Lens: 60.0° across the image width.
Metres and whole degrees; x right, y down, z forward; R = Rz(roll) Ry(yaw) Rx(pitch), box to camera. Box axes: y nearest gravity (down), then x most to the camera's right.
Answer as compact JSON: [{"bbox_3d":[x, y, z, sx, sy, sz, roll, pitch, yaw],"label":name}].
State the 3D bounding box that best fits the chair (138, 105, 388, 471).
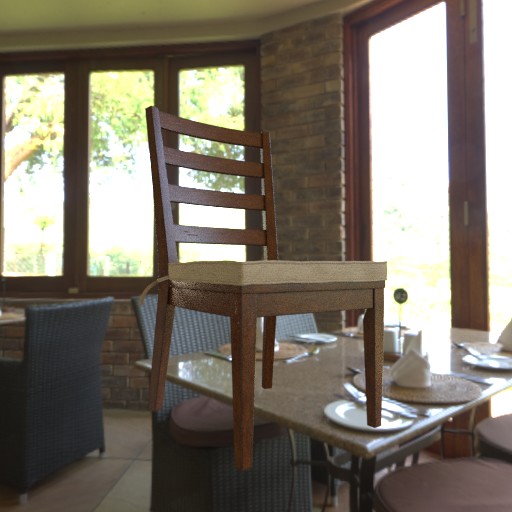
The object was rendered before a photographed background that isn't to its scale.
[{"bbox_3d":[0.000,0.000,1.365,0.593,0.979,0.595,1,-2,-36],"label":"chair"}]
